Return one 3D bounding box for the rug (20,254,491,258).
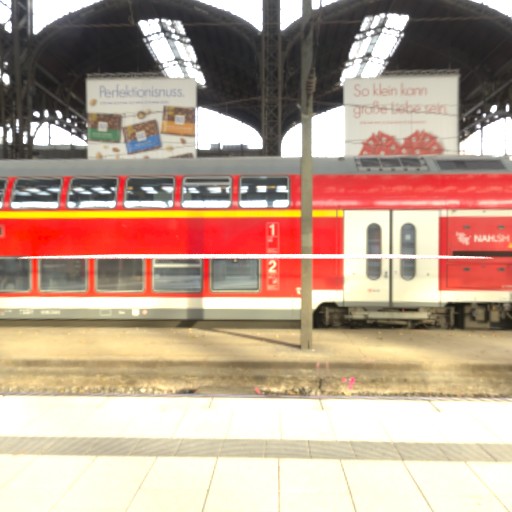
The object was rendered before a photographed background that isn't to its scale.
[{"bbox_3d":[0.000,0.000,2.307,1.829,0.006,1.219,0,1,1],"label":"rug"}]
